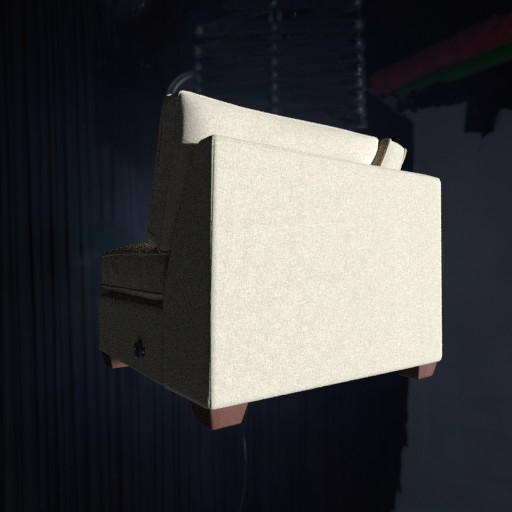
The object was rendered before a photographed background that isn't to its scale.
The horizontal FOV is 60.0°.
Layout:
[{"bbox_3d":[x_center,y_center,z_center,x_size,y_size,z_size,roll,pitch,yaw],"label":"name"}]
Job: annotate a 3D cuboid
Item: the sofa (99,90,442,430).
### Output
[{"bbox_3d":[0.000,0.000,1.948,1.146,1.002,1.084,1,-1,-35],"label":"sofa"}]
